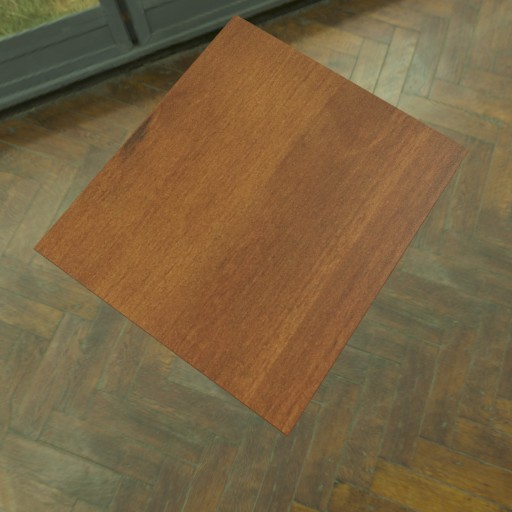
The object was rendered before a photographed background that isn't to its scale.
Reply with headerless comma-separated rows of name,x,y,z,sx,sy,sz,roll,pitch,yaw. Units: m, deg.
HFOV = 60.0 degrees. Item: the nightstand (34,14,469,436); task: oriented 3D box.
nightstand,0.000,0.000,0.901,0.411,0.618,0.460,34,77,9
